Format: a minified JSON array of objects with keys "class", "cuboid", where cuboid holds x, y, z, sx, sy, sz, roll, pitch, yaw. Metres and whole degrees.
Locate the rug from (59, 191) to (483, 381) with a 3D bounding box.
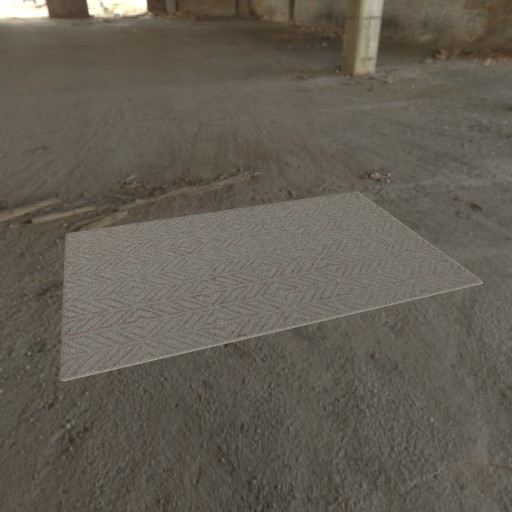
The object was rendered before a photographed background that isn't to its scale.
[{"class":"rug","cuboid":[0.000,0.000,2.988,2.438,0.008,1.523,-10,33,-16]}]
